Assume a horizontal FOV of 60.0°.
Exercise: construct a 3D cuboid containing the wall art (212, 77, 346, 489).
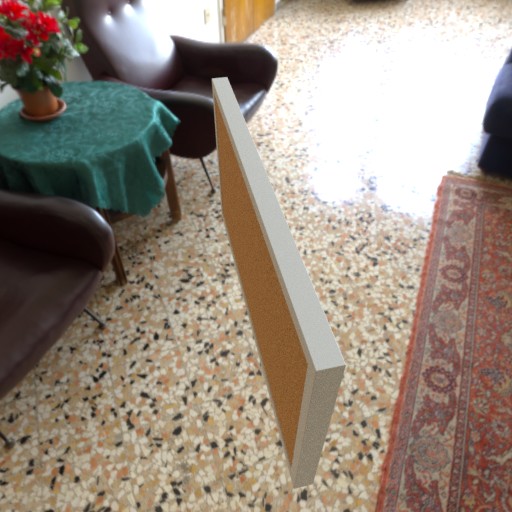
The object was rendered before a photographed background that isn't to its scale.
[{"bbox_3d":[0.000,0.000,0.957,0.038,0.431,0.812,-9,46,-9],"label":"wall art"}]
